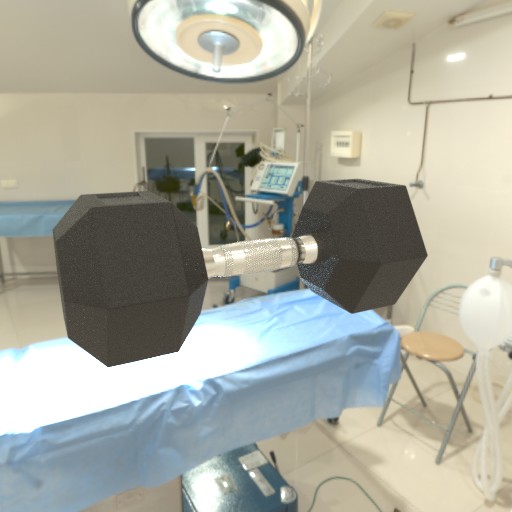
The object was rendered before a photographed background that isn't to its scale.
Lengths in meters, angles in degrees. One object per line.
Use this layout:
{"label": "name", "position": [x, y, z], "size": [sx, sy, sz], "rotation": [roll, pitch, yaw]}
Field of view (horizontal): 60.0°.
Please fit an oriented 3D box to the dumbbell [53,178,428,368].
{"label": "dumbbell", "position": [0.000, 0.000, 0.413], "size": [0.337, 0.123, 0.142], "rotation": [-8, 17, -25]}
